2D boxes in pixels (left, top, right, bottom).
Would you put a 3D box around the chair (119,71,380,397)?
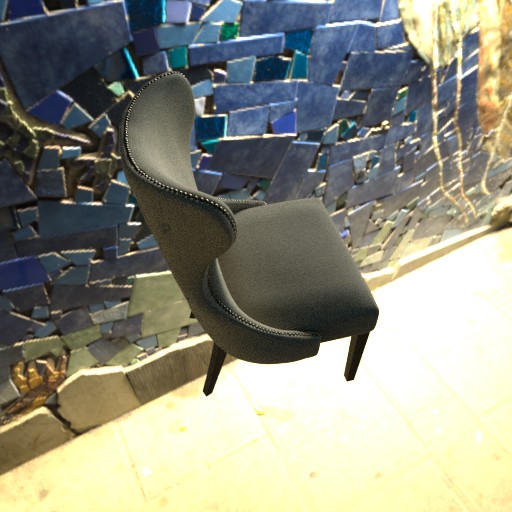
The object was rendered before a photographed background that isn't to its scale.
[{"bbox_3d":[0.000,0.000,1.380,0.635,0.967,0.628,-10,48,-9],"label":"chair"}]
